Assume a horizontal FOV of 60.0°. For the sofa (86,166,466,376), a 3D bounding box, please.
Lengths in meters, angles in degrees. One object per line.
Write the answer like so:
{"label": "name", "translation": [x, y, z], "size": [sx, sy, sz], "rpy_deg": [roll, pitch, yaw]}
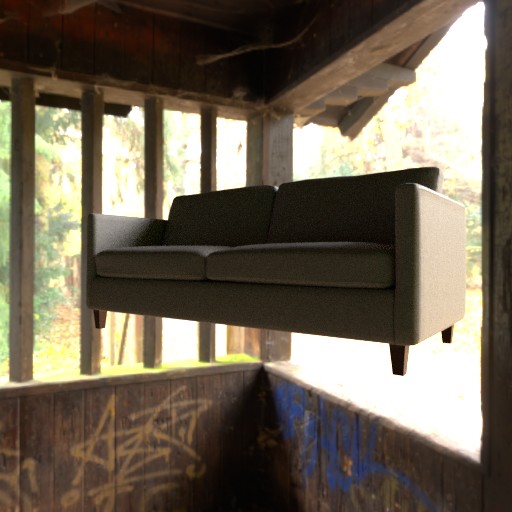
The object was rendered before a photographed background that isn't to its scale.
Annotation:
{"label": "sofa", "translation": [0.000, 0.000, 2.707], "size": [2.208, 0.963, 0.956], "rpy_deg": [0, 0, 36]}
